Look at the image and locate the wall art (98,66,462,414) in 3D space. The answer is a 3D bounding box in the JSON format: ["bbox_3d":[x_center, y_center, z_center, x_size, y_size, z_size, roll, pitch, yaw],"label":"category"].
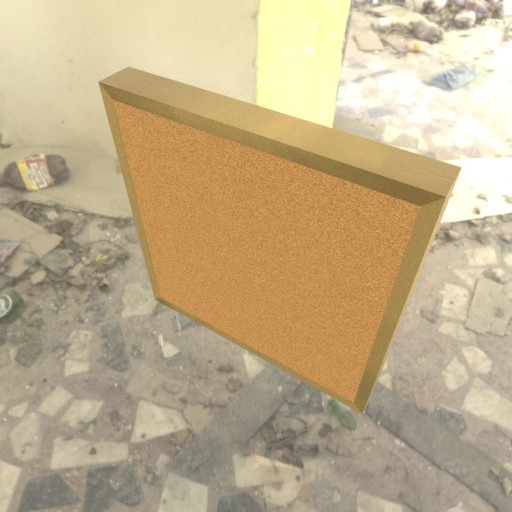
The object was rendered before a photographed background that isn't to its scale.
[{"bbox_3d":[0.000,0.000,0.453,0.304,0.305,0.038,24,50,22],"label":"wall art"}]
